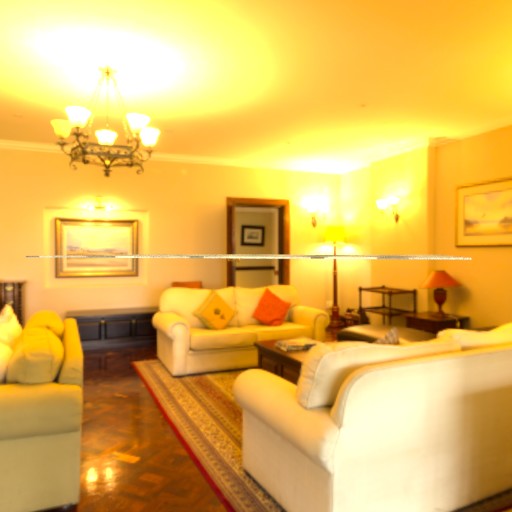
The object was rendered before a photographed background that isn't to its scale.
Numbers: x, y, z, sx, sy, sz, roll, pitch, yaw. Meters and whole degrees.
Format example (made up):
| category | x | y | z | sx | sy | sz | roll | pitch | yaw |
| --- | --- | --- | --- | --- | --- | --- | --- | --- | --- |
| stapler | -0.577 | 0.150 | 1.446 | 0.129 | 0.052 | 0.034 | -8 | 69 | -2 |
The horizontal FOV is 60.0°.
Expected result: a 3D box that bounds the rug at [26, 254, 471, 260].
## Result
| category | x | y | z | sx | sy | sz | roll | pitch | yaw |
| --- | --- | --- | --- | --- | --- | --- | --- | --- | --- |
| rug | 0.000 | 0.000 | 2.980 | 2.423 | 0.008 | 1.513 | 0 | 1 | 18 |
